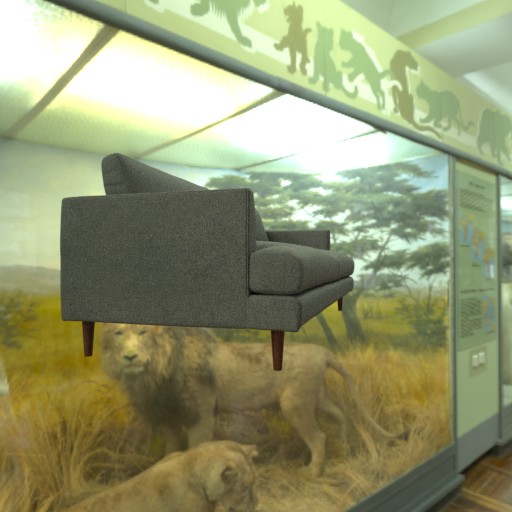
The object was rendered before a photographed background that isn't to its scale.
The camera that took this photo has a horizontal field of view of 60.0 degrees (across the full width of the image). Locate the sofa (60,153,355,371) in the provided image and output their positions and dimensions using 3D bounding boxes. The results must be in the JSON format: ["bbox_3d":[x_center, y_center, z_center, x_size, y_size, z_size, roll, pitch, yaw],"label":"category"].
[{"bbox_3d":[0.000,0.000,2.739,1.020,0.868,2.250,0,-1,17],"label":"sofa"}]
